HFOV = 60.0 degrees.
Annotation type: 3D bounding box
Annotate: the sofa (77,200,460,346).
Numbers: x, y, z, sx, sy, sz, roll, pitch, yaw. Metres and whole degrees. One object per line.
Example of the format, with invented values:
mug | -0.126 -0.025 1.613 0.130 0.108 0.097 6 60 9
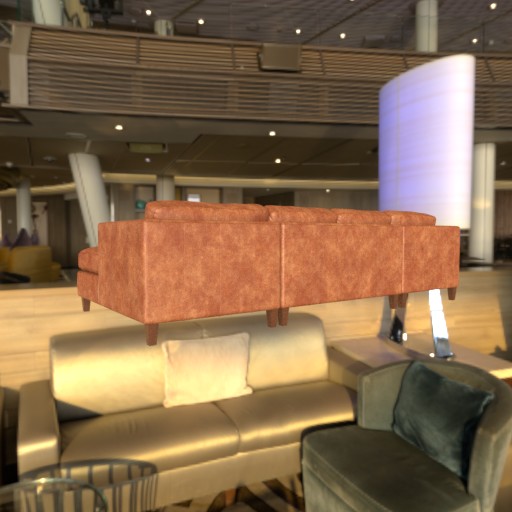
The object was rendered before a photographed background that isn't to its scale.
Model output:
sofa | 0.000 0.000 4.505 3.324 0.888 2.452 -2 3 -35
